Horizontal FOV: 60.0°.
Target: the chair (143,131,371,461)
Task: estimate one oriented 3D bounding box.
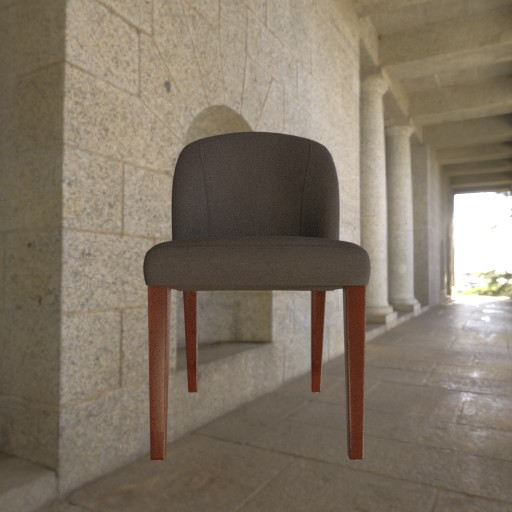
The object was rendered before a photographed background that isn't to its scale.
[{"bbox_3d":[0.000,0.000,1.225,0.506,0.879,0.619,0,-2,0],"label":"chair"}]
